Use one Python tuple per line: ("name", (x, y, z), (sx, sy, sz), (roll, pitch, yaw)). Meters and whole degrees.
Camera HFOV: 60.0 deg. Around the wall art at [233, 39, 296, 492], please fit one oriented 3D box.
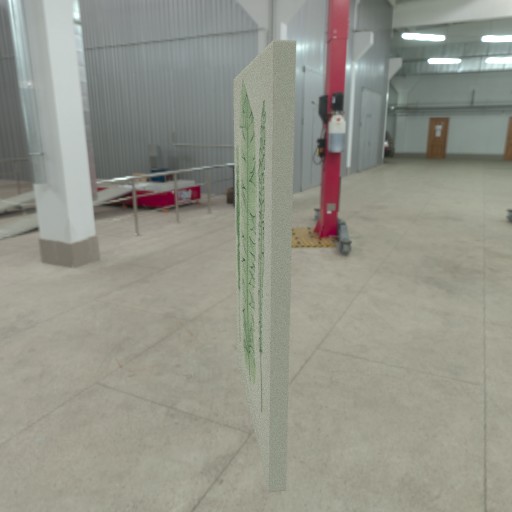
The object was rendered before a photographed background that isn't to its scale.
("wall art", (0.000, 0.000, 1.149), (0.038, 0.914, 0.610), (-2, 16, -9))
